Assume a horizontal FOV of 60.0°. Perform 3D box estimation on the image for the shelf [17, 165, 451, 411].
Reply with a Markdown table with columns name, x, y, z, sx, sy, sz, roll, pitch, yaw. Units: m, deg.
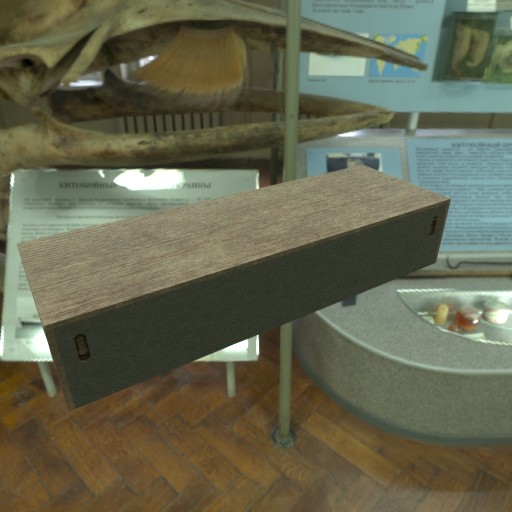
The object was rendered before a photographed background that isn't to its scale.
| name | x | y | z | sx | sy | sz | roll | pitch | yaw |
| --- | --- | --- | --- | --- | --- | --- | --- | --- | --- |
| shelf | 0.000 | 0.000 | 0.673 | 0.610 | 0.125 | 0.200 | -17 | 34 | -27 |
